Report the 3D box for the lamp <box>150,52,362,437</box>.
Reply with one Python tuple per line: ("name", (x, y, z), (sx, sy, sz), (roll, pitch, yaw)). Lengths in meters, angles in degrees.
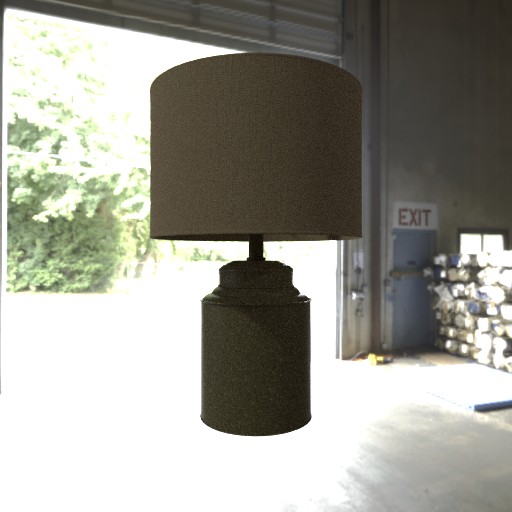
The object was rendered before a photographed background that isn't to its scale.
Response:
("lamp", (0.000, 0.000, 0.681), (0.318, 0.486, 0.318), (0, 0, 0))
